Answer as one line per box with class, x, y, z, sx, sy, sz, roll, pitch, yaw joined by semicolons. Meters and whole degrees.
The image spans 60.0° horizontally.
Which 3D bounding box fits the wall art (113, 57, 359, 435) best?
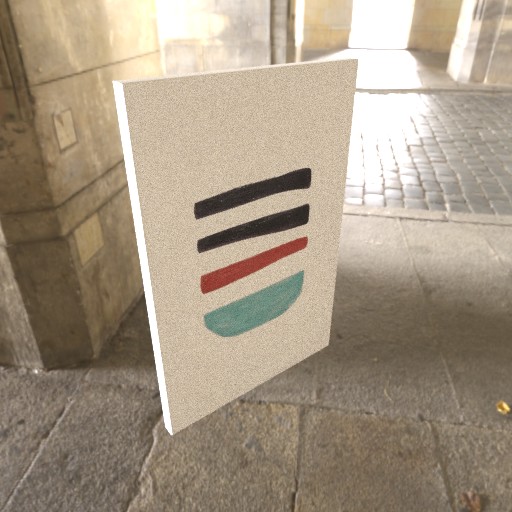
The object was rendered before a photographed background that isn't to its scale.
wall art;0.000;0.000;1.159;0.607;0.912;0.038;-21;36;-32
